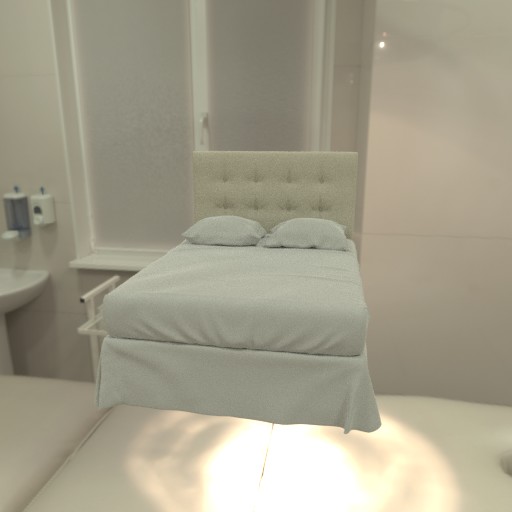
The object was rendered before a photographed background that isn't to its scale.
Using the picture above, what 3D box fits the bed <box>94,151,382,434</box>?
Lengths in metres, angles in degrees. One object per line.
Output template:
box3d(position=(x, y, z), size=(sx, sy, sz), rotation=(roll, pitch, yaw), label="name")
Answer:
box3d(position=(0.000, 0.000, 3.579), size=(1.936, 1.577, 2.222), rotation=(3, 16, 9), label="bed")
